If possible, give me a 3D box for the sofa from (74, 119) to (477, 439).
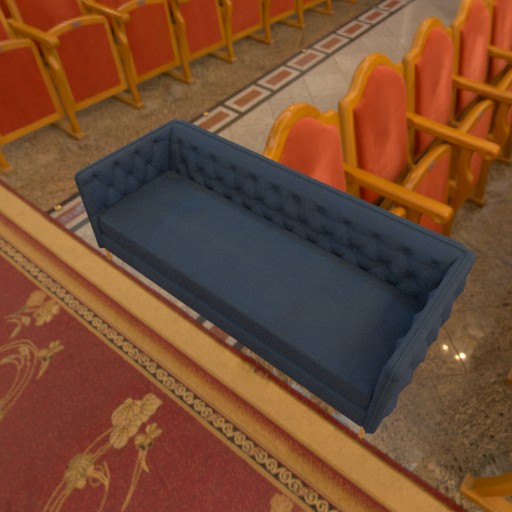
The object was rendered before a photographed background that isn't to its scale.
[{"bbox_3d":[0.000,0.000,2.718,2.209,0.771,0.895,30,53,26],"label":"sofa"}]
